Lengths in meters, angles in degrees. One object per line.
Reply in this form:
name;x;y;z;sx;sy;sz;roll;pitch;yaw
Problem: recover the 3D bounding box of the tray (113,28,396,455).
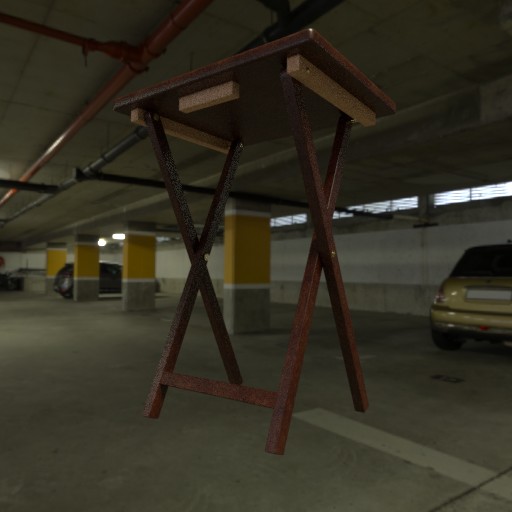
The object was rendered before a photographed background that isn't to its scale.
tray;0.000;0.000;0.940;0.483;0.660;0.381;-2;-3;36
